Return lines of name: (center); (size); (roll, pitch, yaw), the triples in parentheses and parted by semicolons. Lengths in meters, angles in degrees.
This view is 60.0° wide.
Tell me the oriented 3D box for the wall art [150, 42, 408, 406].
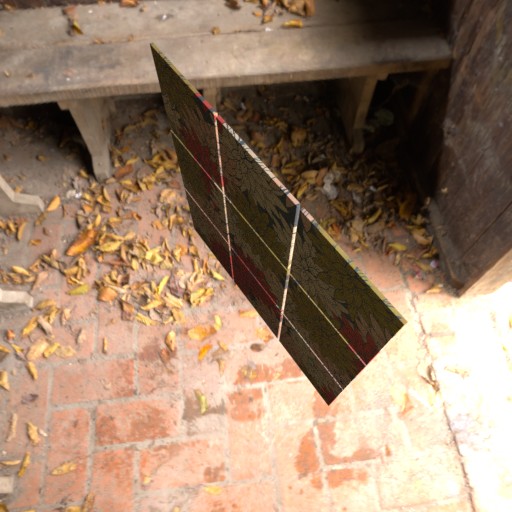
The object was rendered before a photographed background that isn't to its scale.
wall art: (0.000, 0.000, 1.801); (0.013, 1.218, 1.206); (-33, 67, -15)
